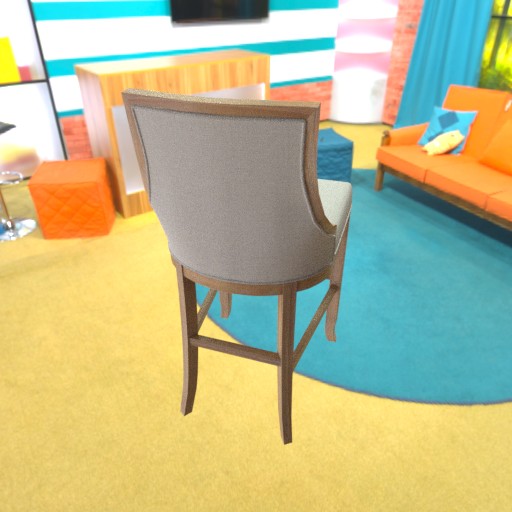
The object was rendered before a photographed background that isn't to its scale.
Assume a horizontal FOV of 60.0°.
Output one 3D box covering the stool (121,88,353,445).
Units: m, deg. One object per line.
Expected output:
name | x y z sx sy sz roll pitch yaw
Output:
stool | 0.000 0.000 1.426 0.524 1.101 0.626 10 33 15
